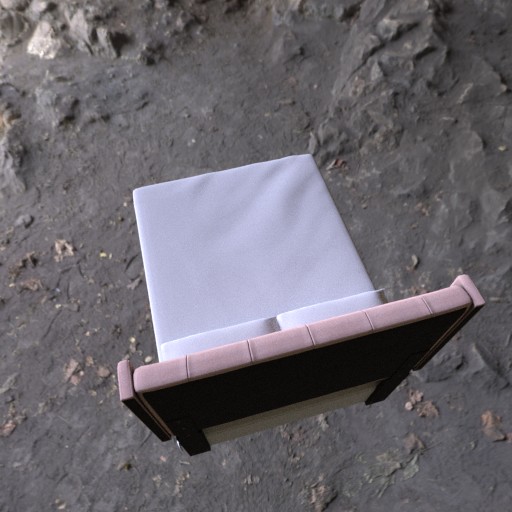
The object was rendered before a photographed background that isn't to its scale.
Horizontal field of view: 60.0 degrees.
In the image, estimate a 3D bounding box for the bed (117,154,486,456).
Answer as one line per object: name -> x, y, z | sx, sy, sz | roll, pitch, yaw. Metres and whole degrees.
bed -> 0.000, 0.000, 3.160 | 1.719, 1.665, 2.066 | -13, 59, -8
